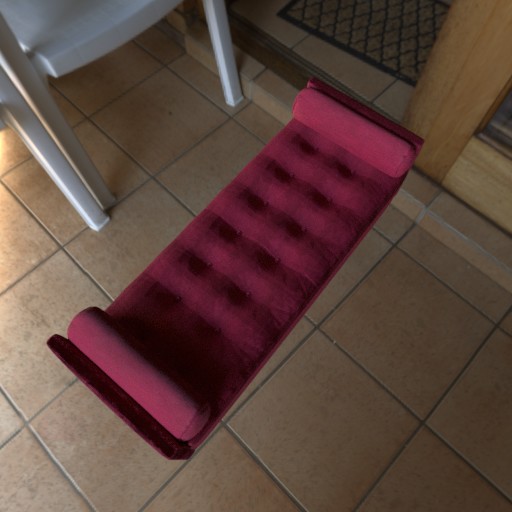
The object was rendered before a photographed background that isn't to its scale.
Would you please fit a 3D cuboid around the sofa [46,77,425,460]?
[{"bbox_3d":[0.000,0.000,2.490,0.796,0.705,2.102,36,70,15],"label":"sofa"}]
